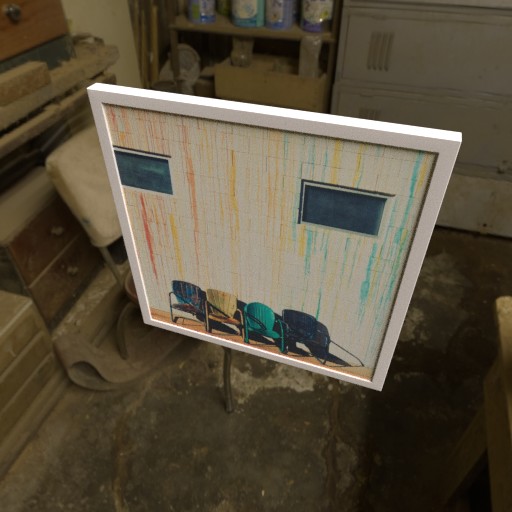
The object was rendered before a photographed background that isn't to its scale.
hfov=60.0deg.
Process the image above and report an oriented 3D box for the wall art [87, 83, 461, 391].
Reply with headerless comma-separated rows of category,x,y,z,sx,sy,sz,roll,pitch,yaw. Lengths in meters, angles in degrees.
wall art,0.000,0.000,1.116,0.760,0.760,0.036,13,42,15
